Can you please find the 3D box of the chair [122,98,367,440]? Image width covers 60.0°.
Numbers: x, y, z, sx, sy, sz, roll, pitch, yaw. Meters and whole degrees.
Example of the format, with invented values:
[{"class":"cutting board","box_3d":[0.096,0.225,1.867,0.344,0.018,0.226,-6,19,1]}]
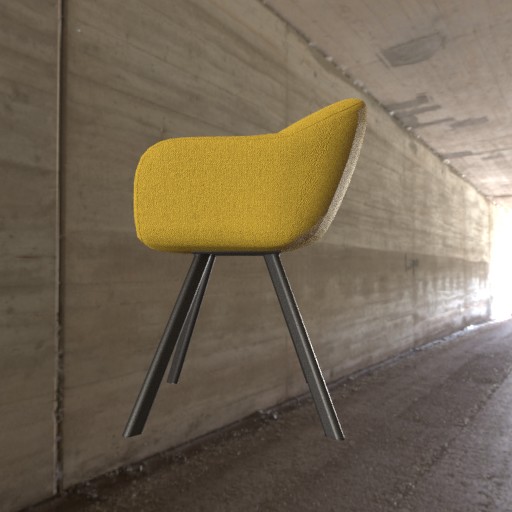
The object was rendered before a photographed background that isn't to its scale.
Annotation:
[{"class":"chair","box_3d":[0.000,0.000,1.167,0.565,0.775,0.545,0,-1,1]}]
